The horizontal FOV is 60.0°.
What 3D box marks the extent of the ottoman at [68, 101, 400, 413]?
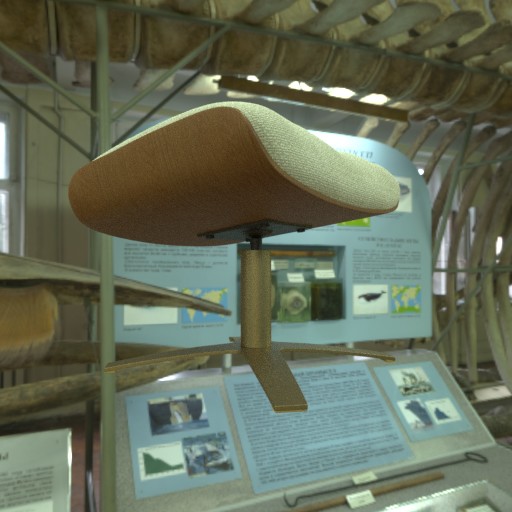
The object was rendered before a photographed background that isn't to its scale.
[{"bbox_3d":[0.000,0.000,0.799,0.394,0.391,0.520,-1,-1,35],"label":"ottoman"}]
